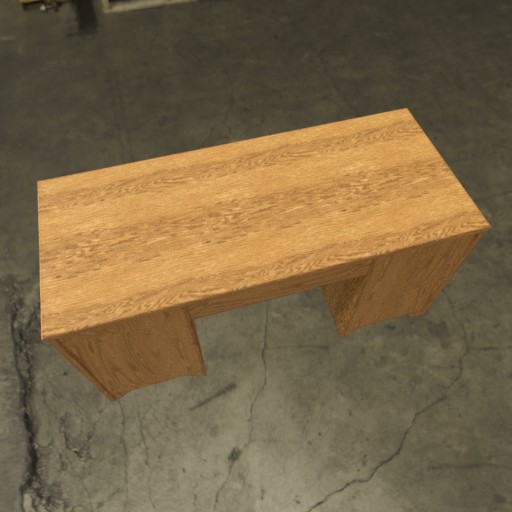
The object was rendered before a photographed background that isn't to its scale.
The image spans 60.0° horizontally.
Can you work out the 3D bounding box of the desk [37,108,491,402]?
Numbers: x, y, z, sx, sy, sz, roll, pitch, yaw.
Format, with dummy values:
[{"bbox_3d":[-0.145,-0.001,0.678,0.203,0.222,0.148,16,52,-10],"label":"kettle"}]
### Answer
[{"bbox_3d":[0.000,0.000,1.969,1.567,0.751,0.685,-13,58,-9],"label":"desk"}]
